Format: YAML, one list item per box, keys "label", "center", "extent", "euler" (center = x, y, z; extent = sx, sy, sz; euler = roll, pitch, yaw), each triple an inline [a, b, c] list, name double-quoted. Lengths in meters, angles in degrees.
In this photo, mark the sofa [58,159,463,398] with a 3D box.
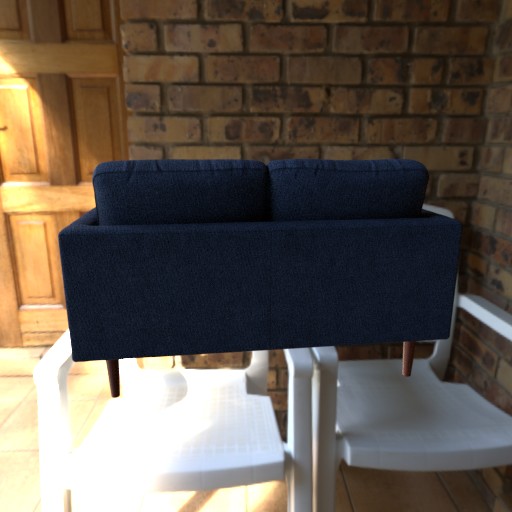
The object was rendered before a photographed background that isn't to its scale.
- label: "sofa"
  center: [0.000, 0.000, 2.140]
  extent: [1.582, 0.944, 0.903]
  euler: [-2, 15, -7]
